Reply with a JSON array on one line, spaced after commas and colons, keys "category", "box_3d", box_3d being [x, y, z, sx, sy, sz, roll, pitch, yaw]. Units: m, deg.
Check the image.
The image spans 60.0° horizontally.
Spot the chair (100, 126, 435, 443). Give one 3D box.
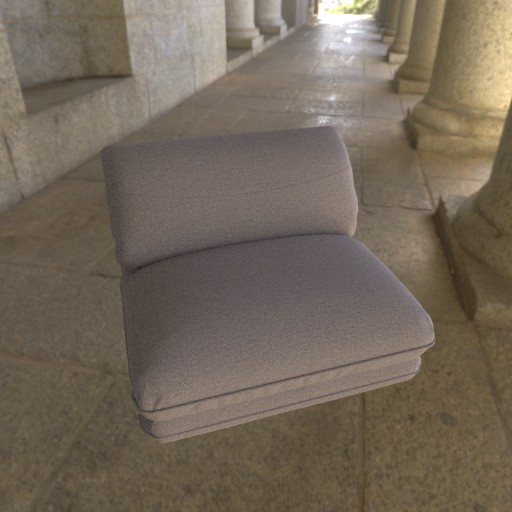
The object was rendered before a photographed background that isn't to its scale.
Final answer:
[{"category": "chair", "box_3d": [0.000, 0.000, 1.341, 0.820, 0.580, 0.780, -9, 33, -15]}]
